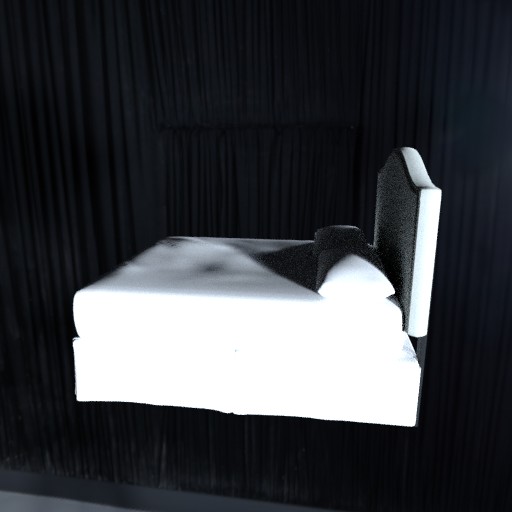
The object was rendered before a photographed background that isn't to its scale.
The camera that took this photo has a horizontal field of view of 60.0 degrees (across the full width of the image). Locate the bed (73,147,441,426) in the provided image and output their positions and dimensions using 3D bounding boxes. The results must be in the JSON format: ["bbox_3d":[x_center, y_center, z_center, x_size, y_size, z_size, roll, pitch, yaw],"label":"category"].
[{"bbox_3d":[0.000,0.000,3.360,2.180,1.607,1.813,2,15,8],"label":"bed"}]
